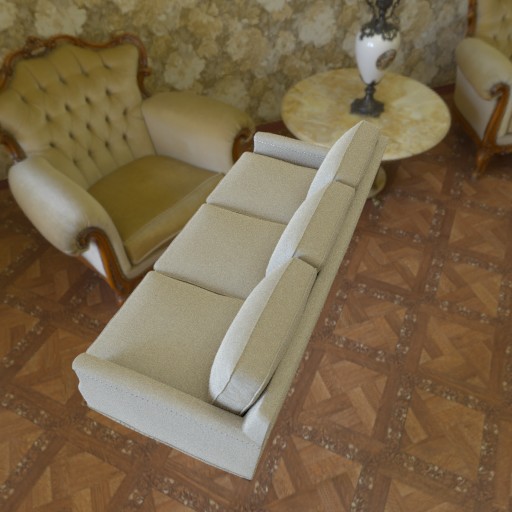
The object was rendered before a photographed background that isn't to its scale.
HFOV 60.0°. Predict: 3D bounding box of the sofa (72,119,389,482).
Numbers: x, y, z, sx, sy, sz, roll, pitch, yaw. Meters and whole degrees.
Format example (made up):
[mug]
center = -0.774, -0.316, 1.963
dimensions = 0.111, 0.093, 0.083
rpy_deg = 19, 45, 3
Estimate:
[sofa]
center = 0.000, 0.000, 2.745
dimensions = 1.084, 1.003, 2.246
rpy_deg = 18, 49, 16
